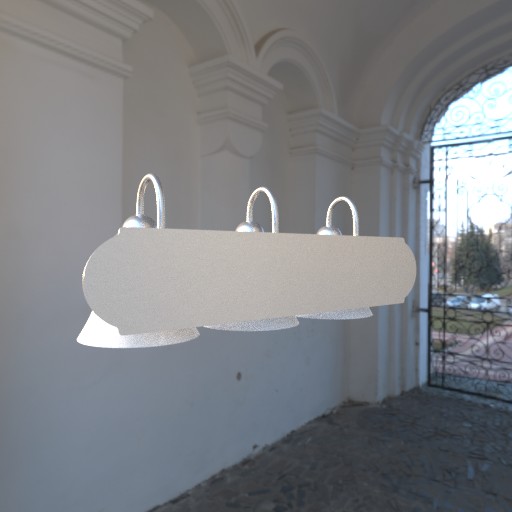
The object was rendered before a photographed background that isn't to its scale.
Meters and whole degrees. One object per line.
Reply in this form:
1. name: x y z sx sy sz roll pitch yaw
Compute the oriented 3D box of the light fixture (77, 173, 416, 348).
1. light fixture: 0.000 0.000 0.725 0.610 0.222 0.199 0 0 -38
